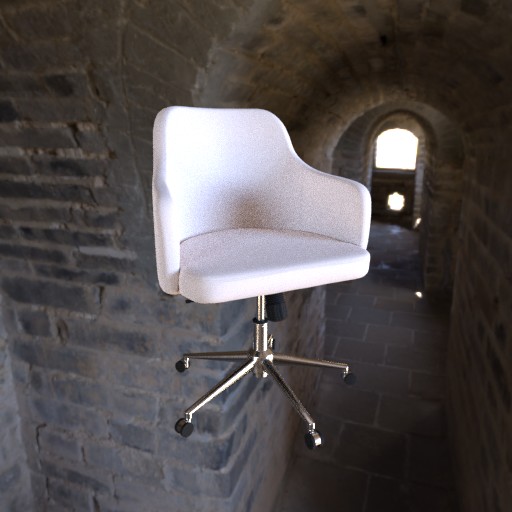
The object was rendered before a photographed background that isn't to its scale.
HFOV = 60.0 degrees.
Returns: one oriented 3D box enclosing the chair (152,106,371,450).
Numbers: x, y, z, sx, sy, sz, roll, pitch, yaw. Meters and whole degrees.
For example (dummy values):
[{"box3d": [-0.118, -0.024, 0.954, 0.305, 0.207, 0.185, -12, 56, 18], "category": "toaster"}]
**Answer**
[{"box3d": [0.000, 0.000, 1.239, 0.602, 0.819, 0.647, -7, 16, -26], "category": "chair"}]
